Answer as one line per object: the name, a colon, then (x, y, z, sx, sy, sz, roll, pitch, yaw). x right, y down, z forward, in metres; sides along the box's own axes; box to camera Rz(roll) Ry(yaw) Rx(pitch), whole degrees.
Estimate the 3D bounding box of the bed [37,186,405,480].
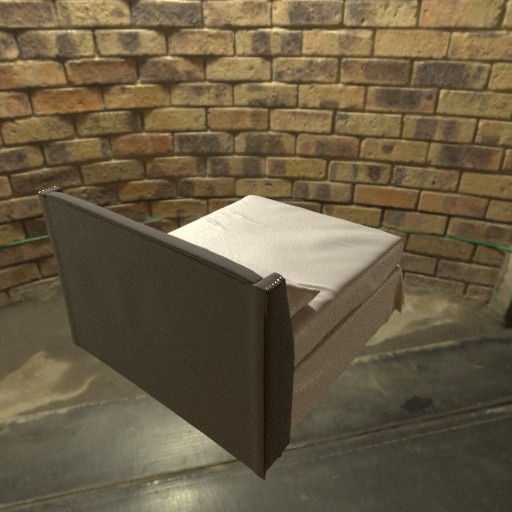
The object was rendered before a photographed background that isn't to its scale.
bed: (0.000, 0.000, 3.472, 1.925, 1.332, 2.276, 21, 35, 33)
